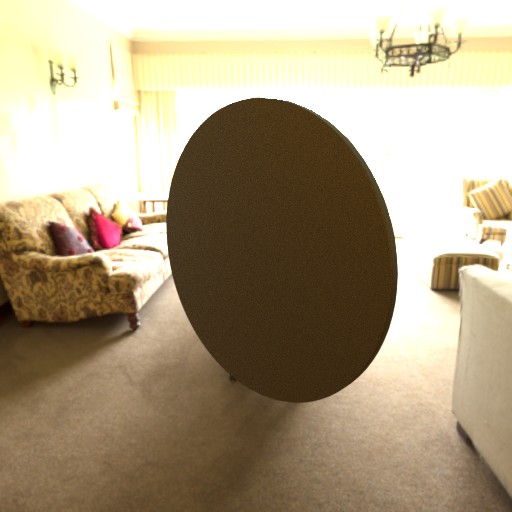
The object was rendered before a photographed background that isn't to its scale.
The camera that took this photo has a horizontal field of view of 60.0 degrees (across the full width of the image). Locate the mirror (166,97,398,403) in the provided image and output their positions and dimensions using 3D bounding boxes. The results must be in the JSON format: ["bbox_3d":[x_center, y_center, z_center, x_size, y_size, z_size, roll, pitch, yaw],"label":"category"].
[{"bbox_3d":[0.000,0.000,1.596,1.077,1.077,0.036,14,20,43],"label":"mirror"}]
